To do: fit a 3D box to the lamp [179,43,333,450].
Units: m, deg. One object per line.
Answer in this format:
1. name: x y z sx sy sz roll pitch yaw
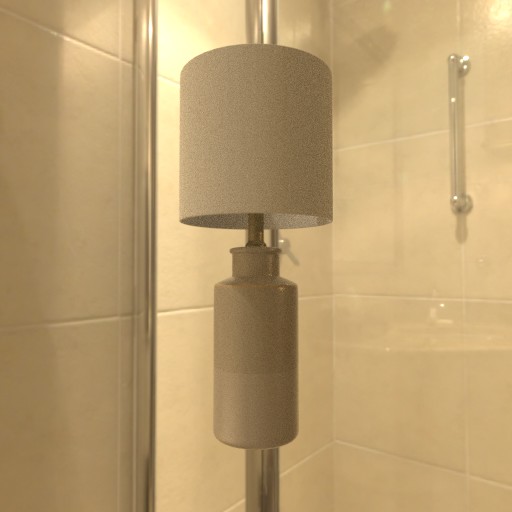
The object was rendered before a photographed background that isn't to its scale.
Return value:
1. lamp: 0.000 0.000 0.618 0.212 0.493 0.212 0 -2 0
